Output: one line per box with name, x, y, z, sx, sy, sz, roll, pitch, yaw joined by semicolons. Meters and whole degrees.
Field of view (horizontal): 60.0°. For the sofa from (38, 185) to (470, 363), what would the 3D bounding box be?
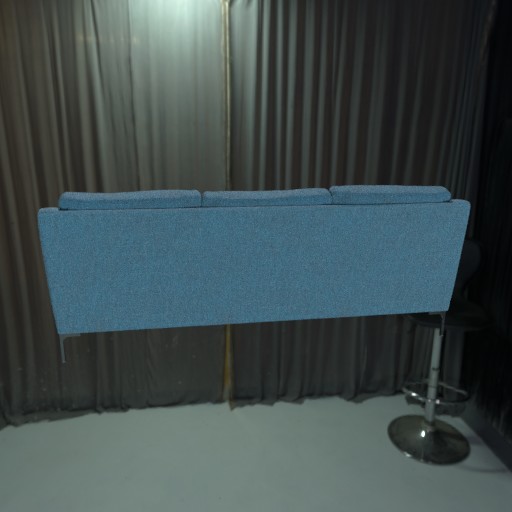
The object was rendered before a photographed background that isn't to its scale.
sofa;0.000;0.000;2.527;2.060;0.837;0.849;-2;14;-9
